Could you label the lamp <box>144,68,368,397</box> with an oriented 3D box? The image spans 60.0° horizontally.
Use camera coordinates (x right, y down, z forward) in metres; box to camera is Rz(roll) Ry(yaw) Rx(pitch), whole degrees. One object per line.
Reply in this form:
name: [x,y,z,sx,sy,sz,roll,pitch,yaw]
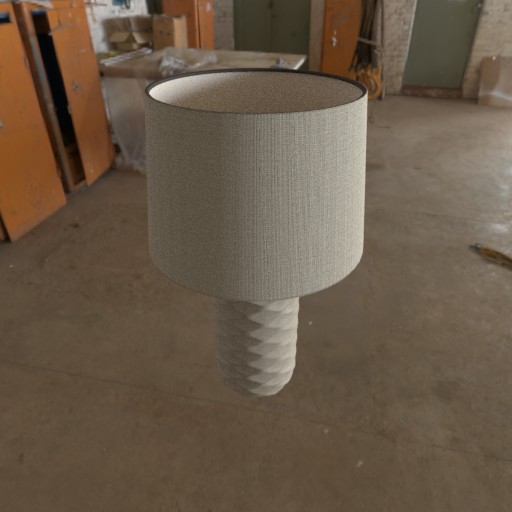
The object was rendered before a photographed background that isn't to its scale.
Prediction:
lamp: [0.000,0.000,0.814,0.376,0.594,0.376,0,32,0]
